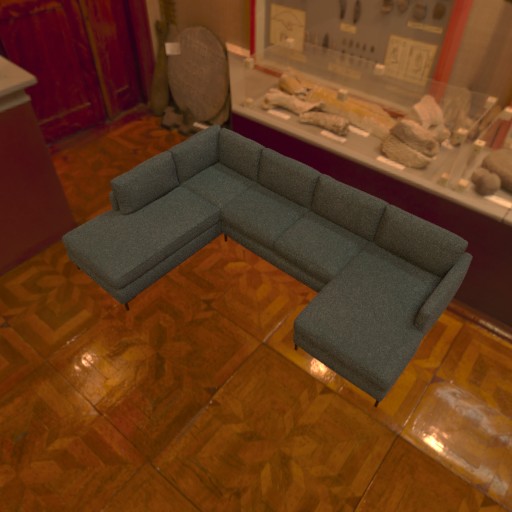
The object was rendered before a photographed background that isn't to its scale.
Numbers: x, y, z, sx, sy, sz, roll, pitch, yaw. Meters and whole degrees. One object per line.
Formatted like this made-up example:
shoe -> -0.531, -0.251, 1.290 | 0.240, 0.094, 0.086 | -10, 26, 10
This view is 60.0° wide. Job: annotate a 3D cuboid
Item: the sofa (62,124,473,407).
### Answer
sofa -> 0.000, 0.000, 3.823 | 2.956, 0.813, 2.007 | 32, 53, 27
